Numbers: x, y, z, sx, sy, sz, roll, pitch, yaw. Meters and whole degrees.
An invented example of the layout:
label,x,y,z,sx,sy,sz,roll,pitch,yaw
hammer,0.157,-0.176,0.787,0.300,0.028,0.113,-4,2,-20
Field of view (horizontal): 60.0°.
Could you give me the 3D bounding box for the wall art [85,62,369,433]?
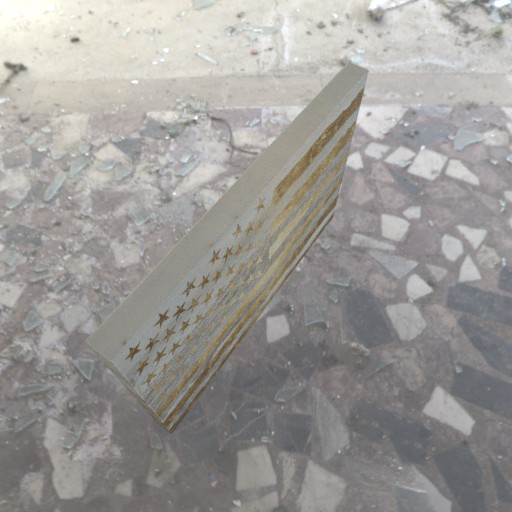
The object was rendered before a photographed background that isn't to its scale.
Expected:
label,x,y,z,sx,sy,sz,roll,pitch,yaw
wall art,0.000,0.000,0.785,0.041,0.407,0.606,30,63,17
